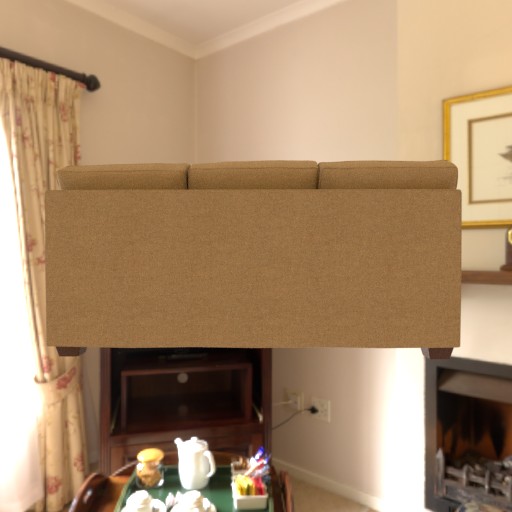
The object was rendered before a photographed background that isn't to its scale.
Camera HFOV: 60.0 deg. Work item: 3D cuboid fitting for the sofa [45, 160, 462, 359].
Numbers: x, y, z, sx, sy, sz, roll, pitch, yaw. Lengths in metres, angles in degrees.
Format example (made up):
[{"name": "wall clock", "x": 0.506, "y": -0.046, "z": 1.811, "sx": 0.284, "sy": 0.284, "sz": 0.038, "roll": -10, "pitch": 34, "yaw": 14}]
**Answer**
[{"name": "sofa", "x": 0.000, "y": 0.000, "z": 2.734, "sx": 2.092, "sy": 1.036, "sz": 1.127, "roll": 0, "pitch": 0, "yaw": 1}]
